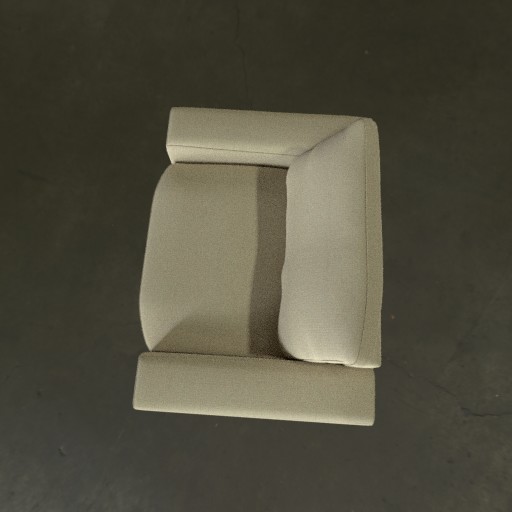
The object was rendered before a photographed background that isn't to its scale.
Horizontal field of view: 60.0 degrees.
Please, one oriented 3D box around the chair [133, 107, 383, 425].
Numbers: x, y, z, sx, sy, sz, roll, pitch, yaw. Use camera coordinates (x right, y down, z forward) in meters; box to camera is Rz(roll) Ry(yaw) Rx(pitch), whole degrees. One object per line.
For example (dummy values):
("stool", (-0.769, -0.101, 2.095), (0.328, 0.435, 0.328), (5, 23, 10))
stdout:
("chair", (0.000, 0.000, 2.053), (1.039, 0.915, 1.398), (4, 75, 1))
